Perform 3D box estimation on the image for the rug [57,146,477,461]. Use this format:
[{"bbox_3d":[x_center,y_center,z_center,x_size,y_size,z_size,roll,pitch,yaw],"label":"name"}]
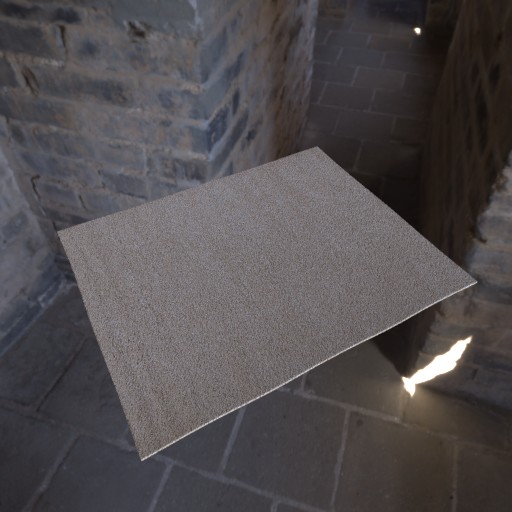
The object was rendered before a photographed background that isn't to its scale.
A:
[{"bbox_3d":[0.000,0.000,4.016,3.000,0.026,2.400,-22,50,-20],"label":"rug"}]
